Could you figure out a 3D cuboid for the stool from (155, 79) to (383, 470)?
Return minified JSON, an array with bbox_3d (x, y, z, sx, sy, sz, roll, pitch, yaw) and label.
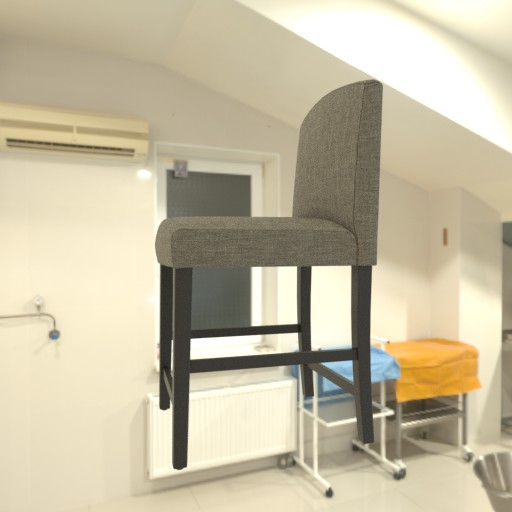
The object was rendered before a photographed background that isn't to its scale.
[{"bbox_3d":[0.000,0.000,1.262,0.552,0.966,0.451,0,1,-17],"label":"stool"}]
